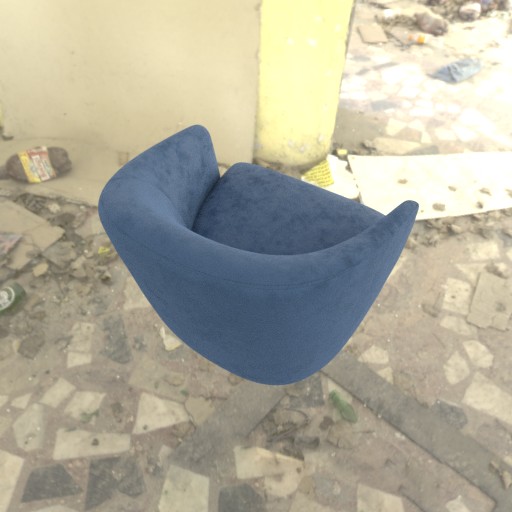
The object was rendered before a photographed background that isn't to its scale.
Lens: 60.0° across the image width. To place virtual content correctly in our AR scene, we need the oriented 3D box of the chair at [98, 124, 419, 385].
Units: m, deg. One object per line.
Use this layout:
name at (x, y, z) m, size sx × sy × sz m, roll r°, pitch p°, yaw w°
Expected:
chair at (0.000, 0.000, 1.378) m, size 0.773 × 0.698 × 0.767 m, roll 25°, pitch 51°, yaw 22°
